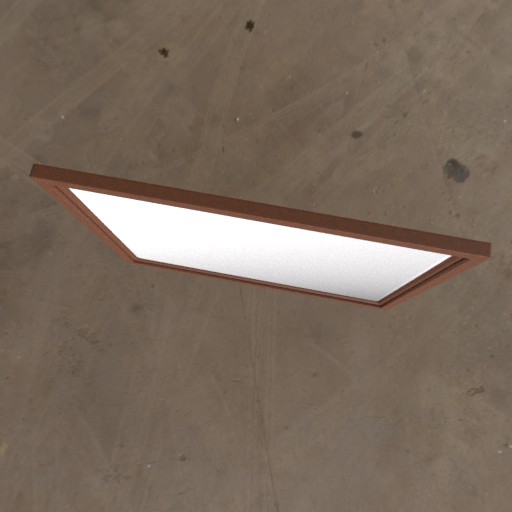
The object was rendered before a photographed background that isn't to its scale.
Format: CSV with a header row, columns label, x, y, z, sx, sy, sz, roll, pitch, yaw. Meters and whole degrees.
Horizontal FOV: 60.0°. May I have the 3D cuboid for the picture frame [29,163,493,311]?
label,x,y,z,sx,sy,sz,roll,pitch,yaw
picture frame,0.000,0.000,1.747,1.329,1.018,0.045,10,75,3
